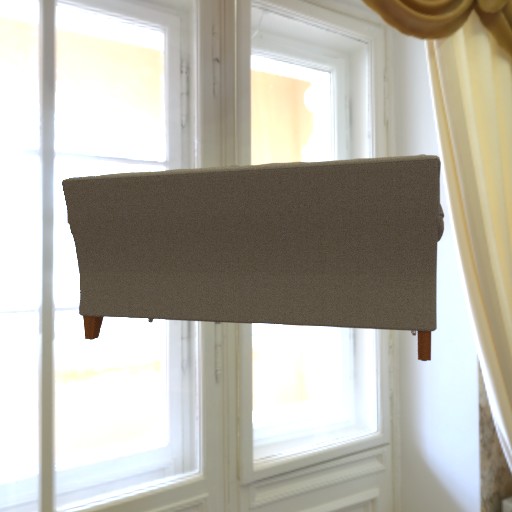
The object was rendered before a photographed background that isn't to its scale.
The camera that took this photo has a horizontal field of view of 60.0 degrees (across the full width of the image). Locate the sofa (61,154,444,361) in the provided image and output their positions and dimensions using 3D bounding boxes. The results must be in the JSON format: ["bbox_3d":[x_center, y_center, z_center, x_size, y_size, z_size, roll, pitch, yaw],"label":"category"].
[{"bbox_3d":[0.000,0.000,2.833,2.160,1.054,1.087,0,0,17],"label":"sofa"}]
